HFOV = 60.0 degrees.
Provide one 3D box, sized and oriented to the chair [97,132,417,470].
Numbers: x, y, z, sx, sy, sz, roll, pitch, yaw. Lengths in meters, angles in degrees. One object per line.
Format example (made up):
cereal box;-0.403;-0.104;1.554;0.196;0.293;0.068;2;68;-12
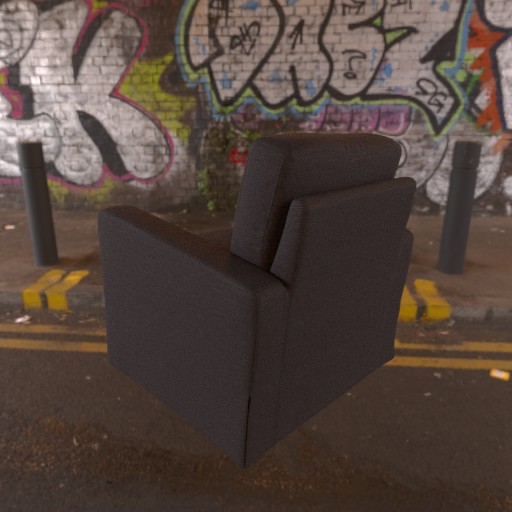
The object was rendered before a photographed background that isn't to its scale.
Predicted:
chair;0.000;0.000;1.544;0.798;0.855;0.863;-17;25;-42
